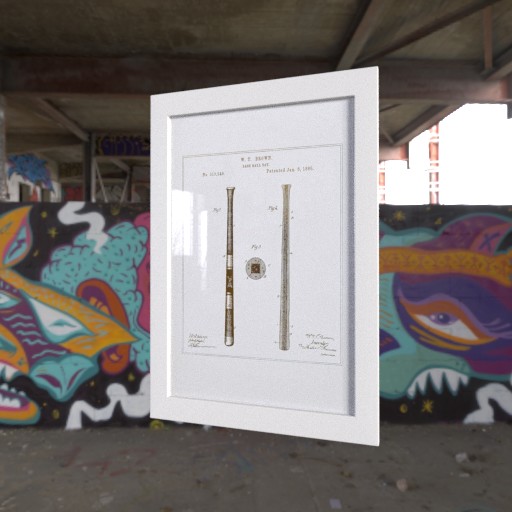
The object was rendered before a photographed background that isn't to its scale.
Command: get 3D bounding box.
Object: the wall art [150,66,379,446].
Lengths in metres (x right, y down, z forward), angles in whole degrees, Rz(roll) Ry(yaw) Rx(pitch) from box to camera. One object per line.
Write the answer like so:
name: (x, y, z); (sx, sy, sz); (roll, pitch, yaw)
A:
wall art: (0.000, 0.000, 0.616); (0.329, 0.482, 0.011); (0, 0, 18)
